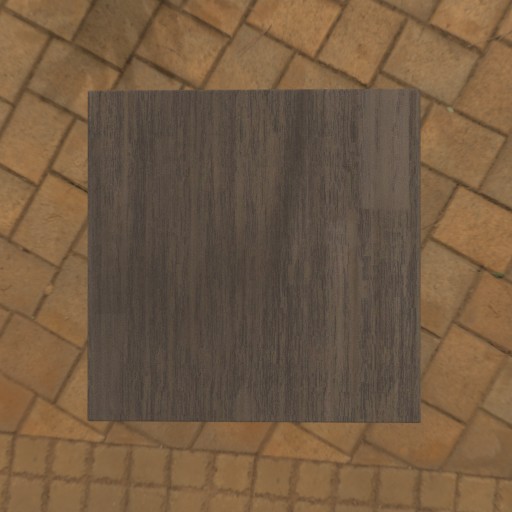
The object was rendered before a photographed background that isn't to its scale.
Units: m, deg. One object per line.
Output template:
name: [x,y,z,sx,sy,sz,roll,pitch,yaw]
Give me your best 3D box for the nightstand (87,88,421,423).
nightstand: [0.000,0.000,0.913,0.503,0.497,0.502,0,90,1]
